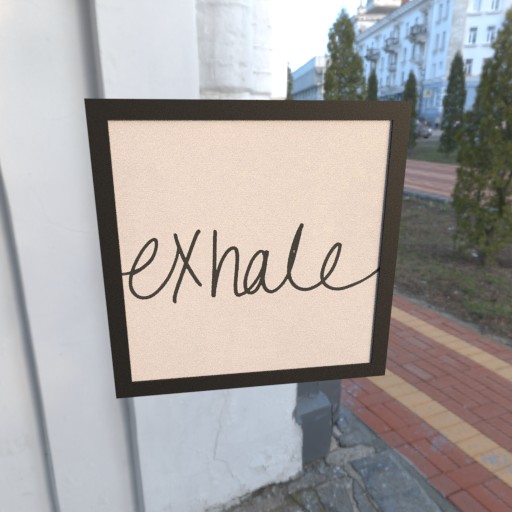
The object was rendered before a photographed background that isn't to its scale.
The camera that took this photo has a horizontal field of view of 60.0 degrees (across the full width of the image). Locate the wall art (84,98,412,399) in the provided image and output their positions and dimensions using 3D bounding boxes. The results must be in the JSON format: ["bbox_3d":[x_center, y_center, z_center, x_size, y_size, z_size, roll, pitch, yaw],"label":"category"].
[{"bbox_3d":[0.000,0.000,0.537,0.358,0.357,0.012,-3,17,-8],"label":"wall art"}]
